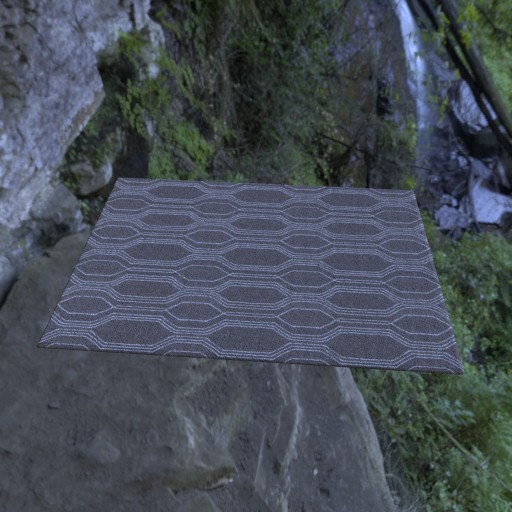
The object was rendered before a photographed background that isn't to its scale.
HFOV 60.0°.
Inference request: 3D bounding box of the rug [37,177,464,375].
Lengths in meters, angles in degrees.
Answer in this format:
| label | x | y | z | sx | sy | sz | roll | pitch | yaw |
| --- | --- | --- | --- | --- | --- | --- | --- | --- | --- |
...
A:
| label | x | y | z | sx | sy | sz | roll | pitch | yaw |
| --- | --- | --- | --- | --- | --- | --- | --- | --- | --- |
| rug | 0.000 | 0.000 | 2.319 | 1.836 | 0.012 | 1.239 | 3 | 46 | 3 |
